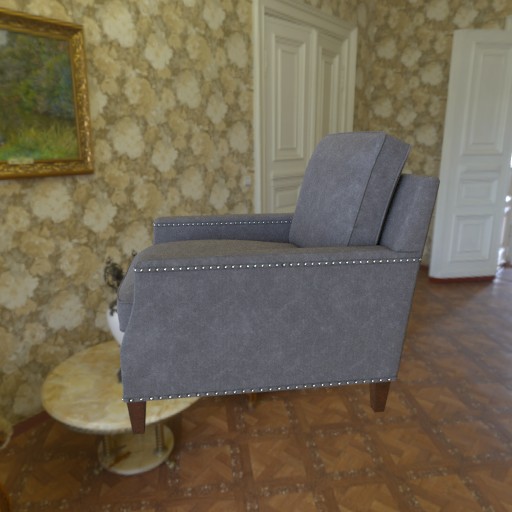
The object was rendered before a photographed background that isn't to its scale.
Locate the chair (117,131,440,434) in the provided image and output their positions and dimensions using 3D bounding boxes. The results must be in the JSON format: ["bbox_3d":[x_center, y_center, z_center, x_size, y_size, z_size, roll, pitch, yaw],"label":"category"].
[{"bbox_3d":[0.000,0.000,1.752,1.014,0.948,0.853,-2,14,-8],"label":"chair"}]
